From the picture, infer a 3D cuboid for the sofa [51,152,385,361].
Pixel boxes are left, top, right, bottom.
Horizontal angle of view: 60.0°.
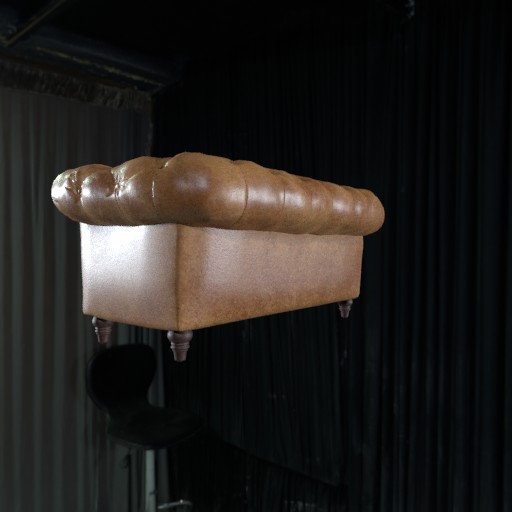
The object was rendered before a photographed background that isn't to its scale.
[{"bbox_3d":[0.000,0.000,2.593,1.042,0.877,1.979,1,1,38],"label":"sofa"}]
